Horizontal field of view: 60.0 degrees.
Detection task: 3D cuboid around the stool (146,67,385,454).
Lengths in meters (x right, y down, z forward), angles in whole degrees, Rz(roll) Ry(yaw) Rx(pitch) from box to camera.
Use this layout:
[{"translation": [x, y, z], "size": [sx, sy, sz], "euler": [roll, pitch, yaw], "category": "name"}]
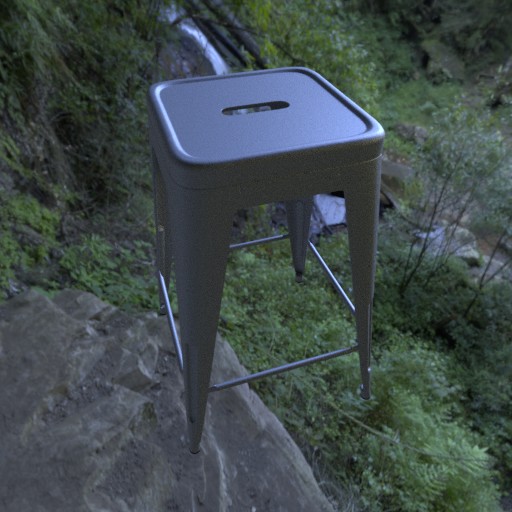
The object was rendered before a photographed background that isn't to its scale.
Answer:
[{"translation": [0.000, 0.000, 0.873], "size": [0.406, 0.610, 0.406], "euler": [-12, 43, -14], "category": "stool"}]
